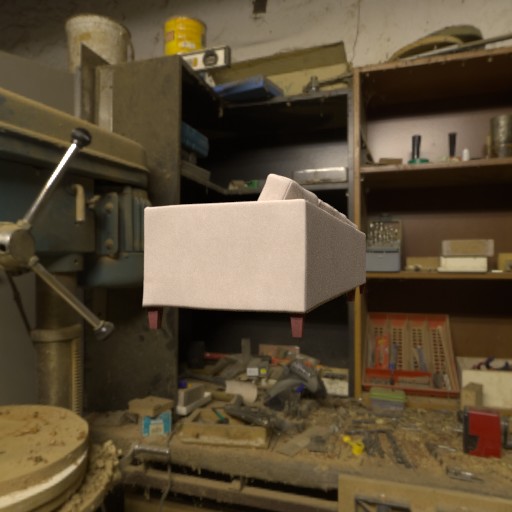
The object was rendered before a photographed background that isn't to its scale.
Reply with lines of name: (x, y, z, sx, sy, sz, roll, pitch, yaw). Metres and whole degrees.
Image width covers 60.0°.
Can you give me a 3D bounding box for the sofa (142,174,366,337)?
sofa: (0.000, 0.000, 3.918, 1.625, 0.846, 3.186, 0, -1, 19)
